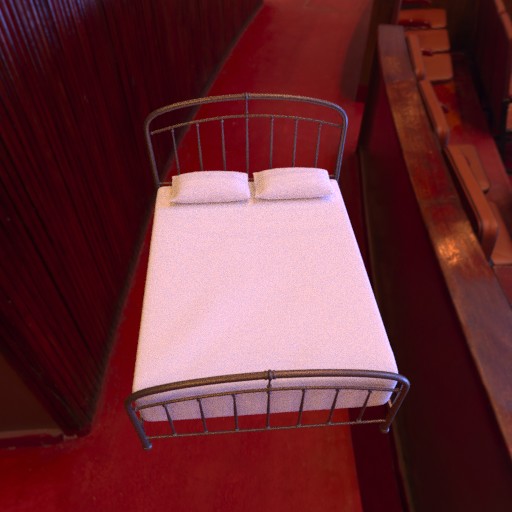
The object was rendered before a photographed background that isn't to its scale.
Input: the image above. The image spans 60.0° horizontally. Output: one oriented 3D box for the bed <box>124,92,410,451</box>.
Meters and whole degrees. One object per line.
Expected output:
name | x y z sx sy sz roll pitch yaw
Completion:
bed | 0.000 0.000 3.263 1.711 1.475 2.168 -3 47 -3
